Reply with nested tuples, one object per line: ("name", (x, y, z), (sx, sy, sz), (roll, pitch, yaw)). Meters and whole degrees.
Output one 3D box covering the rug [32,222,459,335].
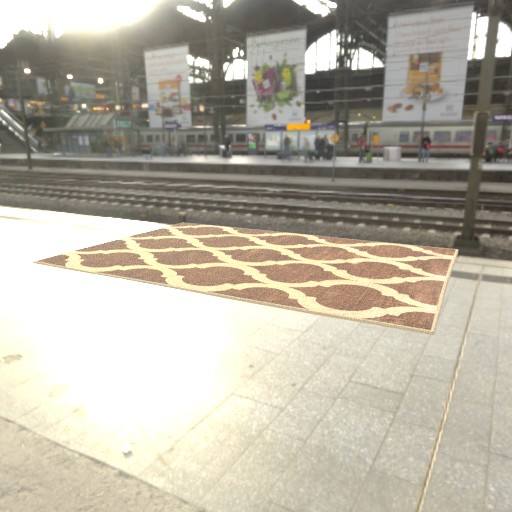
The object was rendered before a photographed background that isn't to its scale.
("rug", (0.000, 0.000, 2.834), (2.290, 0.014, 1.526), (7, 16, 26))
